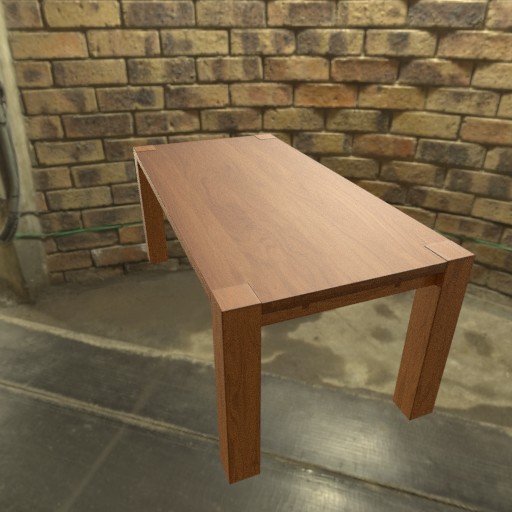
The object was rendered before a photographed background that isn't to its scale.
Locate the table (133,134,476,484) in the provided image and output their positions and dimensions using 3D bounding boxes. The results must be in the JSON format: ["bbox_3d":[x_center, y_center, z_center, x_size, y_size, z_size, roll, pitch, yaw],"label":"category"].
[{"bbox_3d":[0.000,0.000,2.276,0.900,0.760,1.800,-11,31,-18],"label":"table"}]
